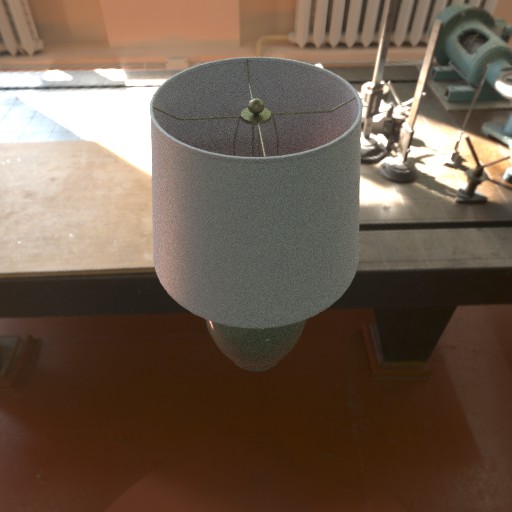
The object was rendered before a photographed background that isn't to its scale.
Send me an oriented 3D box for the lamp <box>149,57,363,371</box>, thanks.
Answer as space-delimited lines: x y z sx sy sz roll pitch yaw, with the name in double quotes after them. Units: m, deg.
0.000 0.000 0.537 0.239 0.399 0.239 0 46 0 "lamp"
